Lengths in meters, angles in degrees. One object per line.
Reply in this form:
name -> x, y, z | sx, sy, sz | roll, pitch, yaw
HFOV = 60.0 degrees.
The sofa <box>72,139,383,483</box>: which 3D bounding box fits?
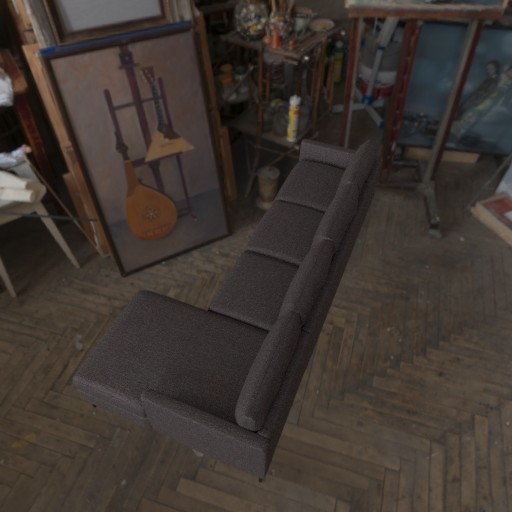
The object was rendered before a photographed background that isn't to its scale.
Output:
sofa -> 0.000, 0.000, 3.886 | 1.483, 0.892, 3.221 | 18, 50, 15
